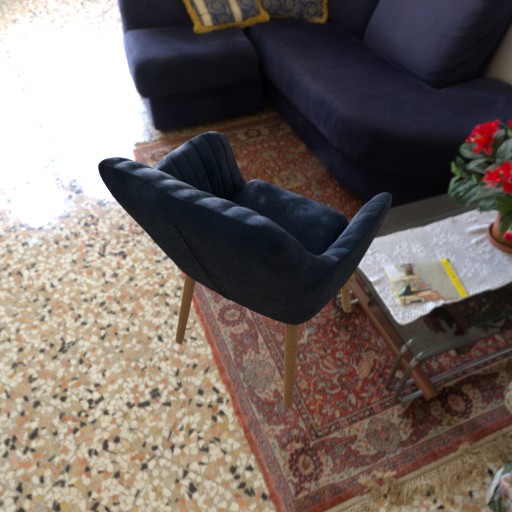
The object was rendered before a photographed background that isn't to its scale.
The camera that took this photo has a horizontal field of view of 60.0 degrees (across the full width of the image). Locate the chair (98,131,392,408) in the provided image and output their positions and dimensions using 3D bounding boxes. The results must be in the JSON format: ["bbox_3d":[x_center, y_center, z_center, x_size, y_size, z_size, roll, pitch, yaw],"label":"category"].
[{"bbox_3d":[0.000,0.000,1.239,0.578,0.826,0.573,25,52,21],"label":"chair"}]
